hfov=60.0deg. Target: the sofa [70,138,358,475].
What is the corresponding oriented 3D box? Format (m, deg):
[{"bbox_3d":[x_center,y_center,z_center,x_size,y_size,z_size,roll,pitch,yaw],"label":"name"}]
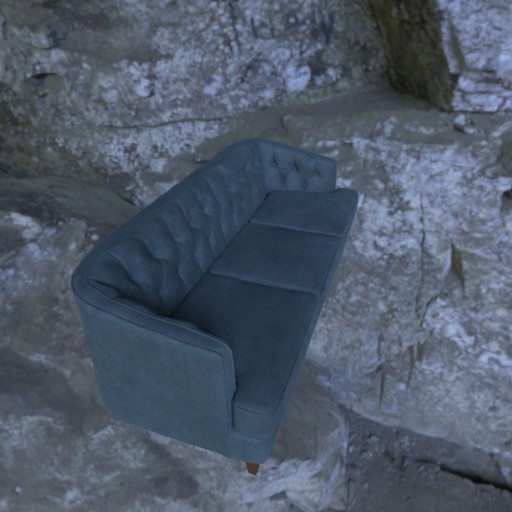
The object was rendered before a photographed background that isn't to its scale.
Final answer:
[{"bbox_3d":[0.000,0.000,2.661,0.941,0.855,2.278,10,32,16],"label":"sofa"}]
